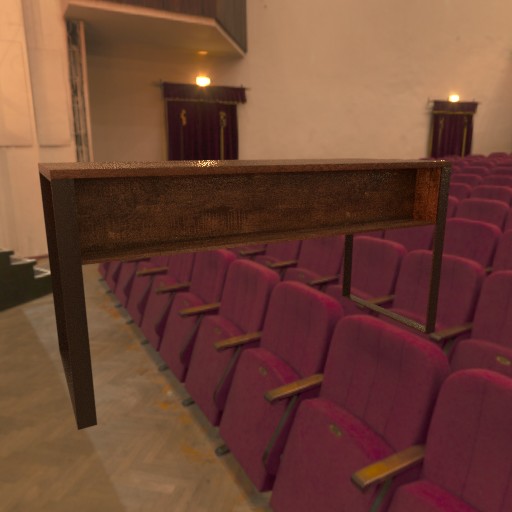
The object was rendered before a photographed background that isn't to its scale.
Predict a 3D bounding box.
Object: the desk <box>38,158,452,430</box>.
[{"bbox_3d":[0.000,0.000,1.835,1.524,0.762,0.599,-7,16,-27],"label":"desk"}]
